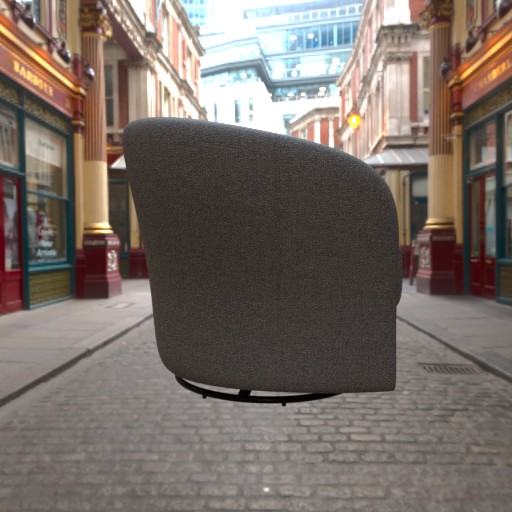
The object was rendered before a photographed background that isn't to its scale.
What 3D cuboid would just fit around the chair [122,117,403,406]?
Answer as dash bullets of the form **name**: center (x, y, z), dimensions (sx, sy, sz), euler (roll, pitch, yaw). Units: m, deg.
- **chair**: center (0.000, 0.000, 1.434), dimensions (0.815, 0.771, 0.791), euler (0, 1, 1)
